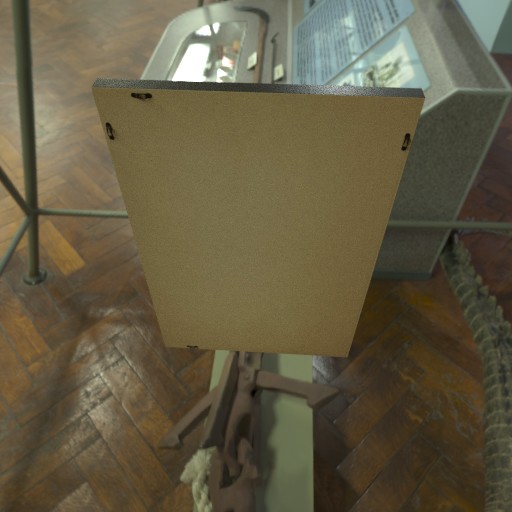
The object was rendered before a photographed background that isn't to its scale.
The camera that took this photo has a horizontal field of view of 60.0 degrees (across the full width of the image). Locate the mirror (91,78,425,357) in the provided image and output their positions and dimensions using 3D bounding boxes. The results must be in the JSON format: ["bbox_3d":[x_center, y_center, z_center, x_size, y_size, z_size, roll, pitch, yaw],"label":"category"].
[{"bbox_3d":[0.000,0.000,1.153,0.609,0.915,0.041,3,48,3],"label":"mirror"}]
